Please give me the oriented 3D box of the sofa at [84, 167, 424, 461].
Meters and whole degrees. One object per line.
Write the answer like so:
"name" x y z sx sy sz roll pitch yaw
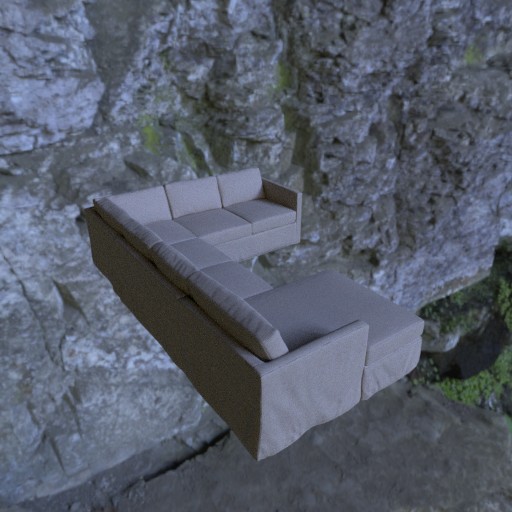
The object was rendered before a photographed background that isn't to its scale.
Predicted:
"sofa" 0.000 0.000 4.538 2.476 0.878 3.528 -17 31 -31
